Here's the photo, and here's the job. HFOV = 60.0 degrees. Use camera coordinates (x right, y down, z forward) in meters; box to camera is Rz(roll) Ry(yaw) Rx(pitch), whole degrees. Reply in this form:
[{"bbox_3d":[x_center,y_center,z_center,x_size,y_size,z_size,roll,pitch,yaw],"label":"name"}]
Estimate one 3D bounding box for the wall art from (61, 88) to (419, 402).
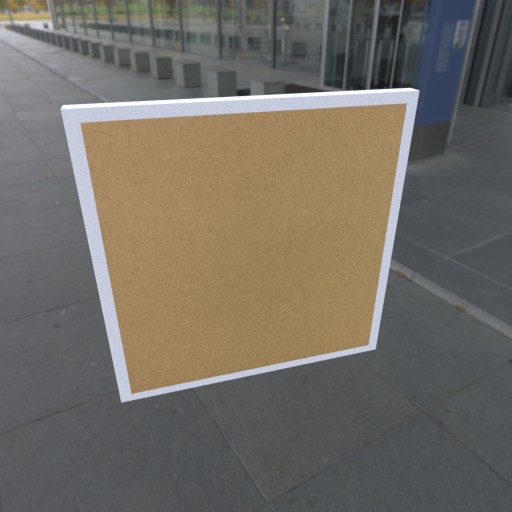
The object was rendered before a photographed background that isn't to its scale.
[{"bbox_3d":[0.000,0.000,1.114,0.763,0.761,0.038,-8,30,-14],"label":"wall art"}]
